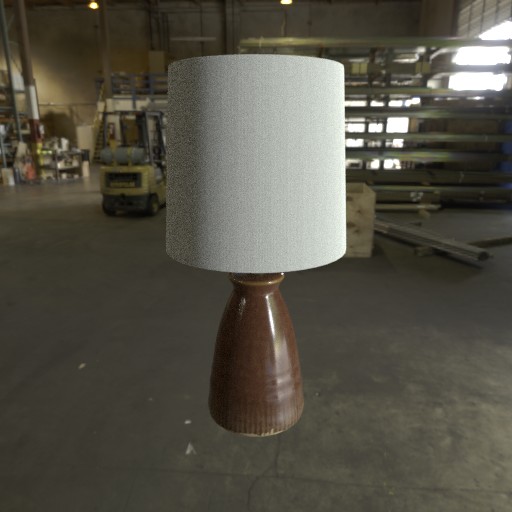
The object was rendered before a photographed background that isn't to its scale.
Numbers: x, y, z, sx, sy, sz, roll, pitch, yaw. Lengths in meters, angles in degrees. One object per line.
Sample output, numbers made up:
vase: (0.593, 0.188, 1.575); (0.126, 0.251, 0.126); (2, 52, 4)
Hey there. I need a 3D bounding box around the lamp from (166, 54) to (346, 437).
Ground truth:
lamp: (0.000, 0.000, 0.470); (0.186, 0.369, 0.186); (0, 16, 0)
